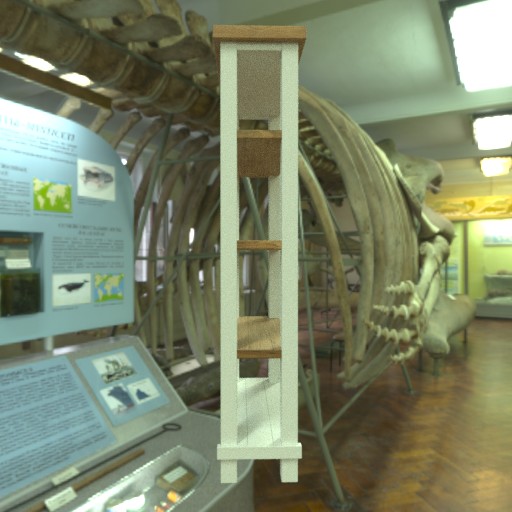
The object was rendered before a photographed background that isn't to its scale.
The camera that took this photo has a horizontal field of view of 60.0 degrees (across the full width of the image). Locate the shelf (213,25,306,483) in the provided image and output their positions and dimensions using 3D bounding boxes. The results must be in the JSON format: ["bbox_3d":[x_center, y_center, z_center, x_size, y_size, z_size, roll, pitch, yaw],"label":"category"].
[{"bbox_3d":[0.000,0.000,2.315,0.381,1.878,1.022,0,1,-2],"label":"shelf"}]
